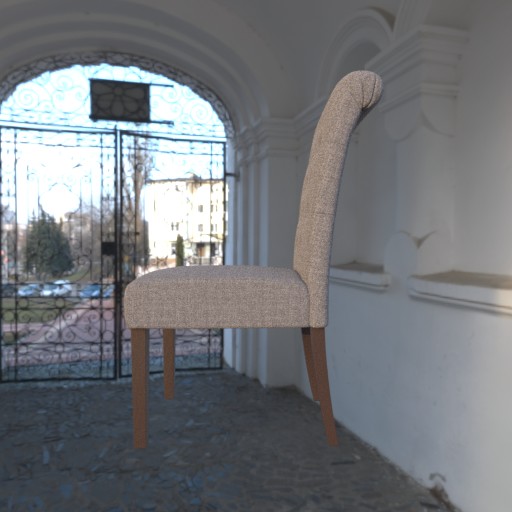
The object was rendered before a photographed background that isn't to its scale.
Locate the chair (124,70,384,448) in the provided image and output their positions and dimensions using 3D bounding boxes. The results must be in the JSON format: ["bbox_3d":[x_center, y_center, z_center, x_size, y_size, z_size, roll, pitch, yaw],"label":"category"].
[{"bbox_3d":[0.000,0.000,1.353,0.671,1.006,0.456,0,2,1],"label":"chair"}]
